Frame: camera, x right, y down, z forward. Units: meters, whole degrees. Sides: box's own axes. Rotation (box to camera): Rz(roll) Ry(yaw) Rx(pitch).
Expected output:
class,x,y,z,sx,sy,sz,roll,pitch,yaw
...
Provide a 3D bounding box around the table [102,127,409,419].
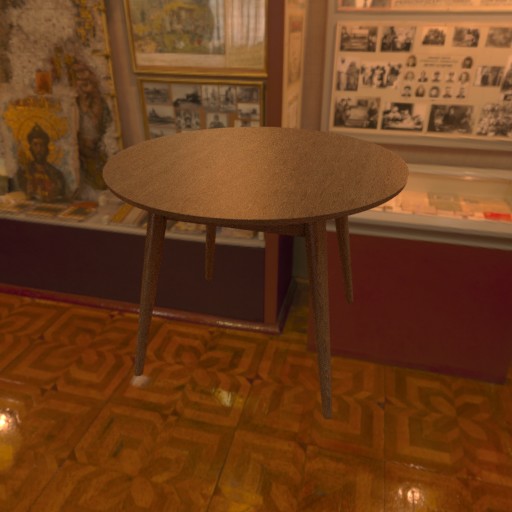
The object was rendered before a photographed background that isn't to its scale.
class,x,y,z,sx,sy,sz,roll,pitch,yaw
table,0.000,0.000,1.776,1.053,0.786,1.053,0,29,0
